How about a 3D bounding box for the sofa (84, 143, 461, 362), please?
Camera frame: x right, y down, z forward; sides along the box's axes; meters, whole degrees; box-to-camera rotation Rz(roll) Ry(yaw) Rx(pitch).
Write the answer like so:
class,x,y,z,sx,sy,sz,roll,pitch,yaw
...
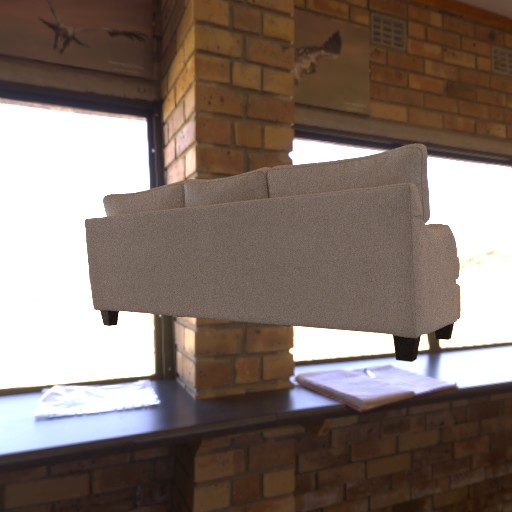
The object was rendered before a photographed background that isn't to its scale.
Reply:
class,x,y,z,sx,sy,sz,roll,pitch,yaw
sofa,0.000,0.000,2.893,2.323,0.991,1.016,-1,-2,35
